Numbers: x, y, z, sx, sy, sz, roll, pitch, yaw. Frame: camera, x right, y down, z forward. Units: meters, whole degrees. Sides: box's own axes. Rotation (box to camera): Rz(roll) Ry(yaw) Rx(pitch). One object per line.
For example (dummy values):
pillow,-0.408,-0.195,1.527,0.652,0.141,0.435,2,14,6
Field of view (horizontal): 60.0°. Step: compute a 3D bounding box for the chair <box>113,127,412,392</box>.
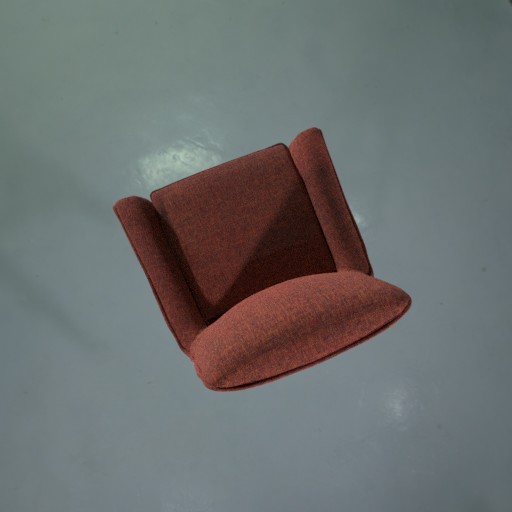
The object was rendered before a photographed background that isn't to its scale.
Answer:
chair,0.000,0.000,1.531,0.803,0.911,0.784,-22,77,-5
